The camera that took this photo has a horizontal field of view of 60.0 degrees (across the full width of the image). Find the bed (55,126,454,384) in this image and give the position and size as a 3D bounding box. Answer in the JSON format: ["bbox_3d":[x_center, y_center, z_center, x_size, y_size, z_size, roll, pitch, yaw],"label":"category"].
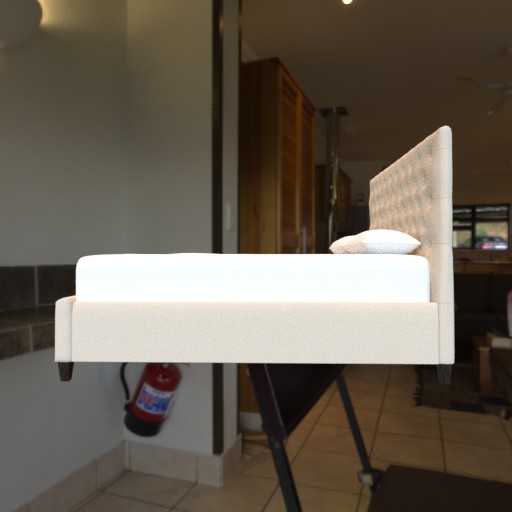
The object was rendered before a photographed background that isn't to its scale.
[{"bbox_3d":[0.000,0.000,3.291,2.233,1.426,1.696,0,0,1],"label":"bed"}]
